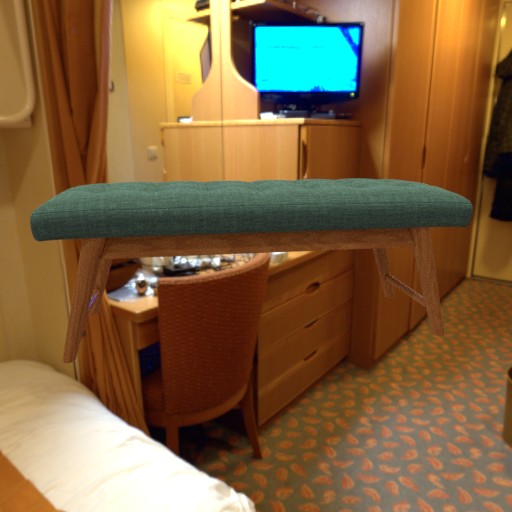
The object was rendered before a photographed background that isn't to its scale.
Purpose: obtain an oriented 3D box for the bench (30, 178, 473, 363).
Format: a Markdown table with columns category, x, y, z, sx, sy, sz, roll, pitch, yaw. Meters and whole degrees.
| category | x | y | z | sx | sy | sz | roll | pitch | yaw |
| --- | --- | --- | --- | --- | --- | --- | --- | --- | --- |
| bench | 0.000 | 0.000 | 1.331 | 1.118 | 0.432 | 0.406 | -2 | 15 | -9 |
